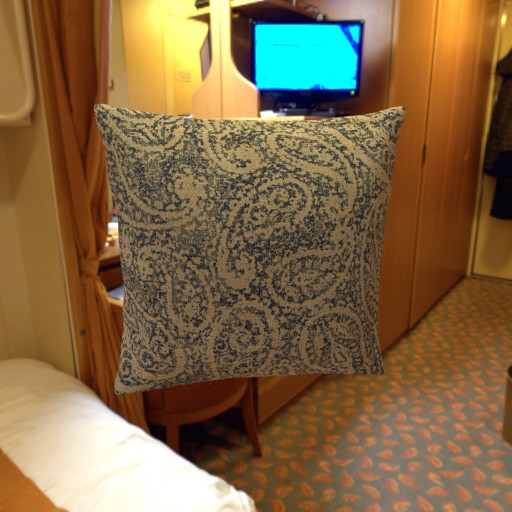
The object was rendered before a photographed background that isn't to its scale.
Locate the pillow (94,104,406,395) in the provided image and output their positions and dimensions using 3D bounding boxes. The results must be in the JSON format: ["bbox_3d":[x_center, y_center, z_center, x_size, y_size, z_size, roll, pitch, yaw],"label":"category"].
[{"bbox_3d":[0.000,0.000,0.788,0.523,0.510,0.166,-2,16,-9],"label":"pillow"}]
